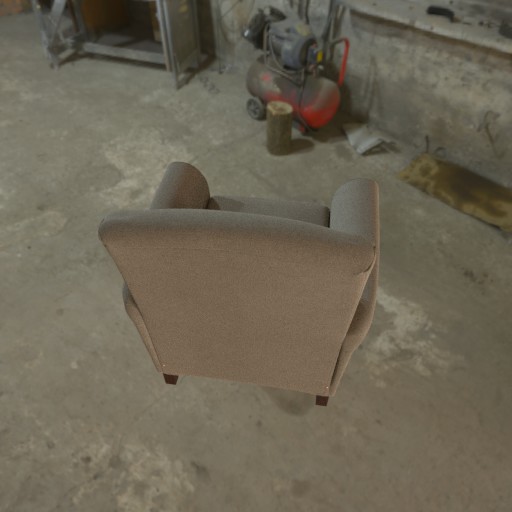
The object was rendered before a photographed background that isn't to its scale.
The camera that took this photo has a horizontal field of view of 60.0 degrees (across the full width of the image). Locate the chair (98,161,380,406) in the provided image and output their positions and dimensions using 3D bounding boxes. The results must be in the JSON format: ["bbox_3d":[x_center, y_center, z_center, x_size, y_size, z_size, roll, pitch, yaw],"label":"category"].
[{"bbox_3d":[0.000,0.000,1.782,0.978,1.061,0.905,6,46,6],"label":"chair"}]
